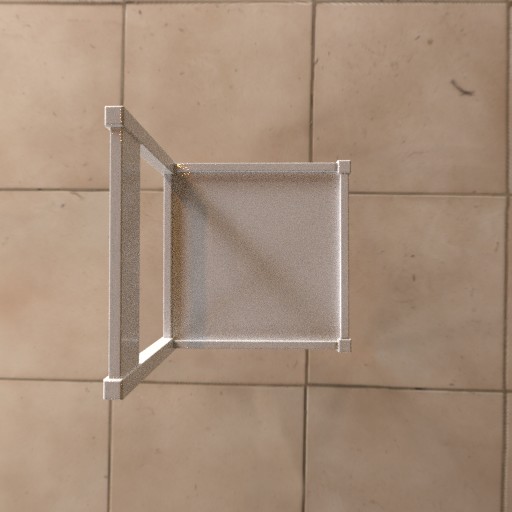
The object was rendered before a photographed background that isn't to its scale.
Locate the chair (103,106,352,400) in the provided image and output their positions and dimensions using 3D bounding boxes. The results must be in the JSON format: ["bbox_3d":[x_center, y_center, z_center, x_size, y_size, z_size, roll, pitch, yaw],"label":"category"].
[{"bbox_3d":[0.000,0.000,0.674,0.285,0.505,0.285,0,89,1],"label":"chair"}]
